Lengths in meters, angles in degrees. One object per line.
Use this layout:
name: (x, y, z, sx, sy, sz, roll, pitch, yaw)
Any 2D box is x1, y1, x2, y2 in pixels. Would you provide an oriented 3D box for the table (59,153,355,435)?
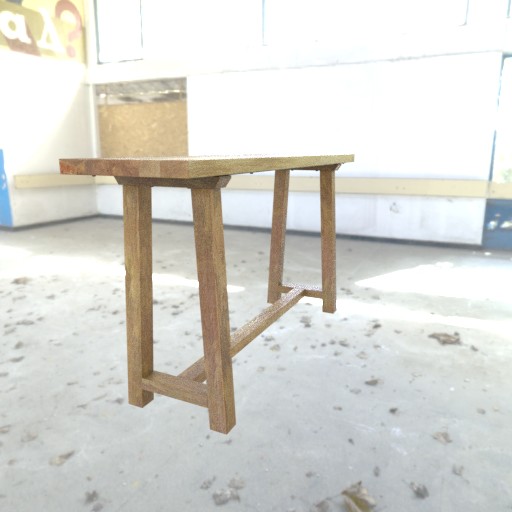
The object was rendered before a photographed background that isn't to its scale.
table: (0.000, 0.000, 1.834, 0.405, 0.810, 1.524, 7, 15, 25)
